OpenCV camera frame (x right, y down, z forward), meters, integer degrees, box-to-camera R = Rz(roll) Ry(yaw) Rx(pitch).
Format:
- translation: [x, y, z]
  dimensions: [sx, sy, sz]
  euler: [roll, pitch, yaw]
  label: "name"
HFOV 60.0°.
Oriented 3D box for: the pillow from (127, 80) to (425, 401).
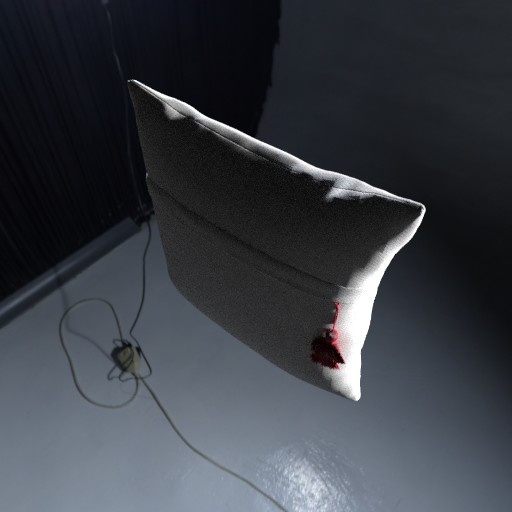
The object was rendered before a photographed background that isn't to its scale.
- translation: [0.000, 0.000, 0.679]
  dimensions: [0.433, 0.436, 0.173]
  euler: [30, 54, 25]
  label: "pillow"
